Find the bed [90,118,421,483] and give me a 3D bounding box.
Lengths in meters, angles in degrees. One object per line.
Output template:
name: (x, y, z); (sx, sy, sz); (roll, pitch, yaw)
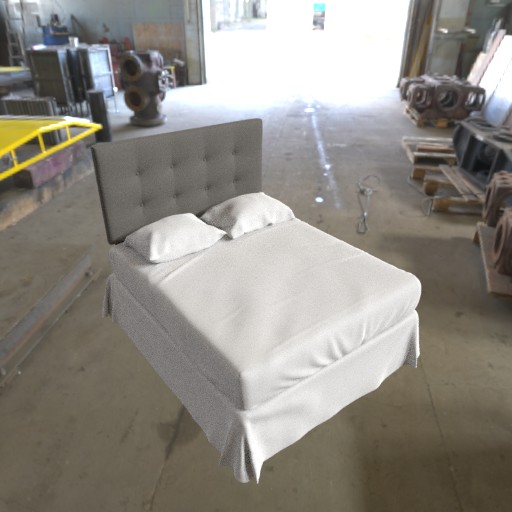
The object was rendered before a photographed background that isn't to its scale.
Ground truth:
bed: (0.000, 0.000, 3.472); (1.936, 1.577, 2.222); (-20, 35, -32)
